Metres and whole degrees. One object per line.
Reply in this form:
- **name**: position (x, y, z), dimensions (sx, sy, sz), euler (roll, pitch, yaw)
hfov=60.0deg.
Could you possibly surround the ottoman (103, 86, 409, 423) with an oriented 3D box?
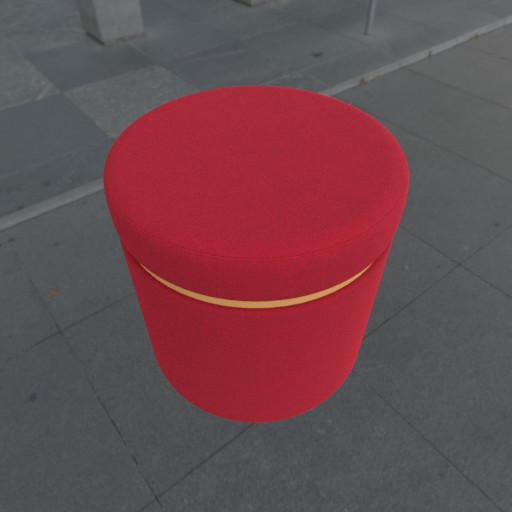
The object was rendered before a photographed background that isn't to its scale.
- **ottoman**: position (0.000, 0.000, 0.725), dimensions (0.400, 0.406, 0.400), euler (0, 46, 0)
